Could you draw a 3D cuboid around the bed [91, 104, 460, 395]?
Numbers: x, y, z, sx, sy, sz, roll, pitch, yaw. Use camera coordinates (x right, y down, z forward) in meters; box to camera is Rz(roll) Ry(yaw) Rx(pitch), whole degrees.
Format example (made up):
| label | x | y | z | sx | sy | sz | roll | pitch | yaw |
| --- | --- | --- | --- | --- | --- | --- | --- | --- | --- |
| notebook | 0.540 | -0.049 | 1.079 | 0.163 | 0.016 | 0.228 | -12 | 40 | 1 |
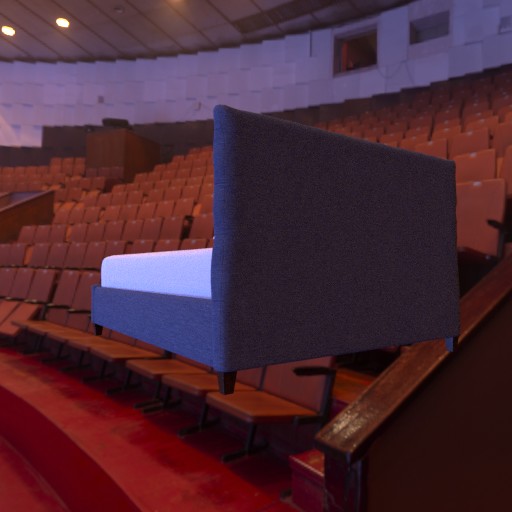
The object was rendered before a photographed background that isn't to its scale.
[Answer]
| label | x | y | z | sx | sy | sz | roll | pitch | yaw |
| --- | --- | --- | --- | --- | --- | --- | --- | --- | --- |
| bed | 0.000 | 0.000 | 3.686 | 2.078 | 1.427 | 2.387 | 1 | -2 | -35 |
